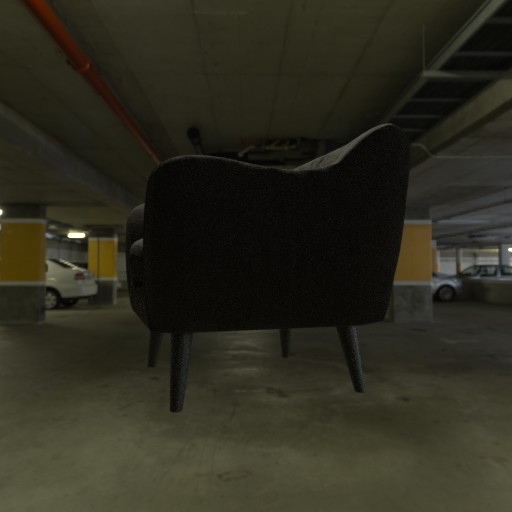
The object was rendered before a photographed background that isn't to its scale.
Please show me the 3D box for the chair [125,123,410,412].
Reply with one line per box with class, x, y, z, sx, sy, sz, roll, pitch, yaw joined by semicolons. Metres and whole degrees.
chair;0.000;0.000;1.496;0.819;0.807;0.840;1;-2;-19
